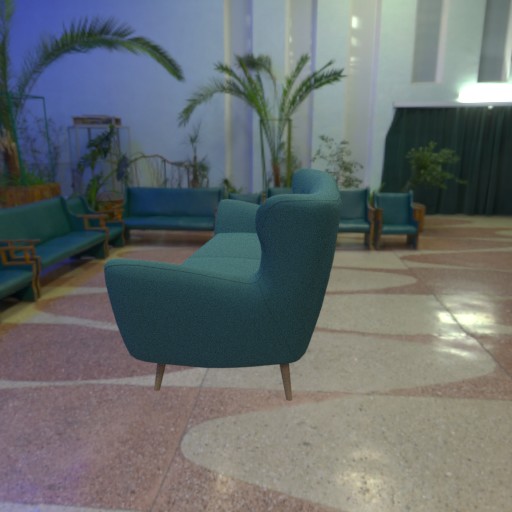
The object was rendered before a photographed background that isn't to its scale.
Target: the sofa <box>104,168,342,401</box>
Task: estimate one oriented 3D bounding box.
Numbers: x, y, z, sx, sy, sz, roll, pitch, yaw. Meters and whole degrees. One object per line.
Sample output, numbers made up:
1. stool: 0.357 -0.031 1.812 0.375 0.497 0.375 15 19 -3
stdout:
1. sofa: 0.000 0.000 2.504 0.889 0.890 1.930 2 14 8
